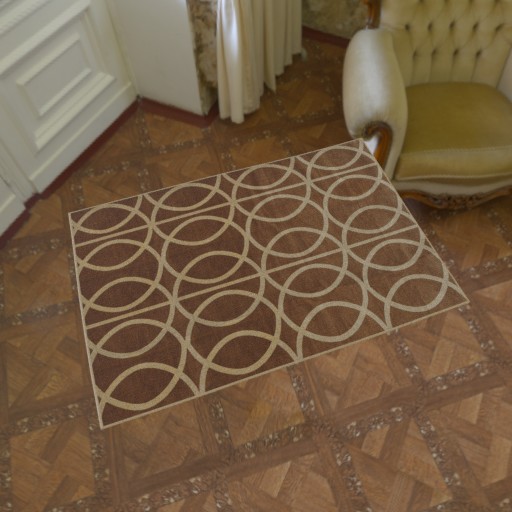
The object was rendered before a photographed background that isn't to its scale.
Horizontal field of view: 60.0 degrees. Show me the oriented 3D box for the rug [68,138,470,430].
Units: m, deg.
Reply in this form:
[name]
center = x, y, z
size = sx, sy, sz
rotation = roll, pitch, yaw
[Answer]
[rug]
center = 0.000, 0.000, 2.931
size = 2.294, 0.014, 1.528
rotation = -16, 60, -10
